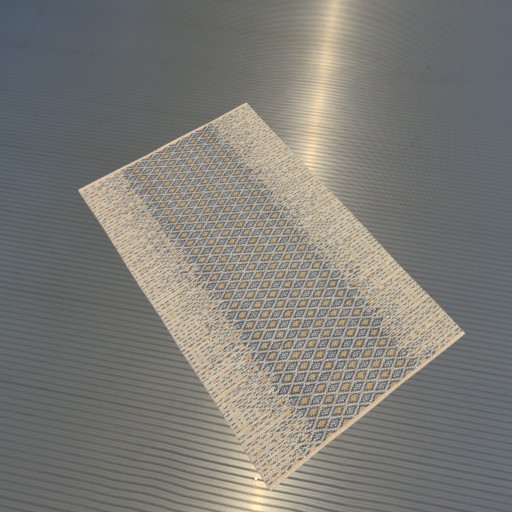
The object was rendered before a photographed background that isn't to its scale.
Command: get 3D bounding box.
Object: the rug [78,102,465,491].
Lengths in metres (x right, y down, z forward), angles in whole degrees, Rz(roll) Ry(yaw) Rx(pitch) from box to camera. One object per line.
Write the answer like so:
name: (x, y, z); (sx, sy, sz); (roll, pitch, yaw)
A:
rug: (0.000, 0.000, 3.076); (1.541, 0.008, 2.448); (-32, 68, -15)
